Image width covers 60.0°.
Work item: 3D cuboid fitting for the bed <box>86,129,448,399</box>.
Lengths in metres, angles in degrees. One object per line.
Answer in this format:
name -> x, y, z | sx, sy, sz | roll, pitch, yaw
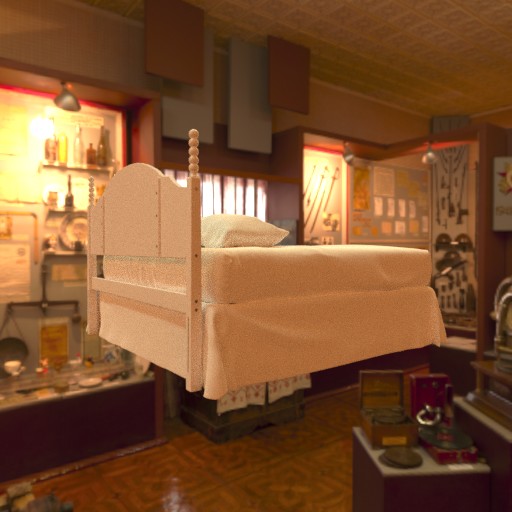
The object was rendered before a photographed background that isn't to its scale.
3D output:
bed -> 0.000, 0.000, 3.681 | 2.219, 1.355, 2.322 | -1, 1, -36
